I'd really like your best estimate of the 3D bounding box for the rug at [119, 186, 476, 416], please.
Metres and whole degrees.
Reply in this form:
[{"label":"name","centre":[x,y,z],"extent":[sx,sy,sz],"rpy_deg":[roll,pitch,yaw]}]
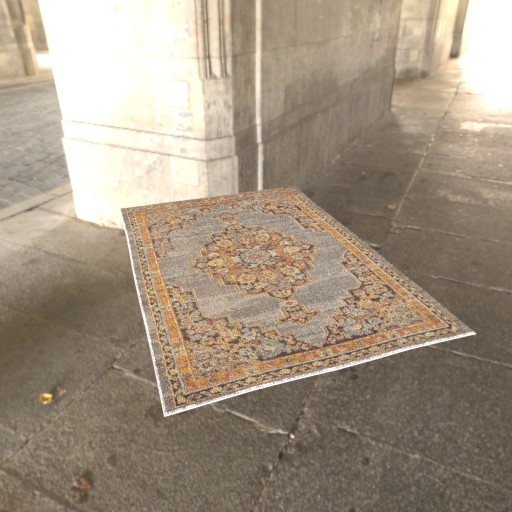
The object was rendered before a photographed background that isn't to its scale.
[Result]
[{"label":"rug","centre":[0.000,0.000,4.007],"extent":[2.158,0.024,3.063],"rpy_deg":[-10,31,-17]}]
